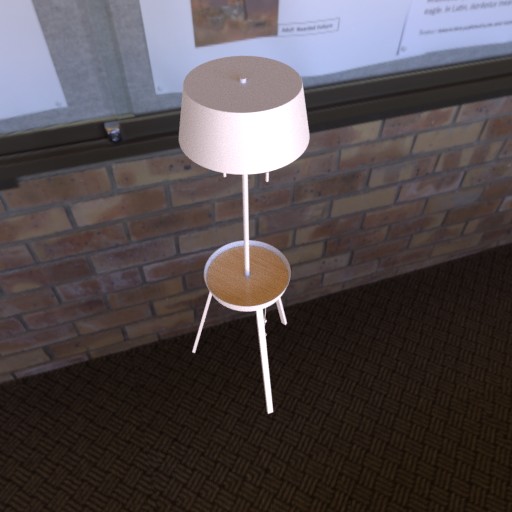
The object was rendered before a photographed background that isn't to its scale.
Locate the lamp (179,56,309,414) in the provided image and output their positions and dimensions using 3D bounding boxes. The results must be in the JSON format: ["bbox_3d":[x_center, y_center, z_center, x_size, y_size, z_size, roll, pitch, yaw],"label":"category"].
[{"bbox_3d":[0.000,0.000,1.675,0.508,1.429,0.468,32,55,25],"label":"lamp"}]
